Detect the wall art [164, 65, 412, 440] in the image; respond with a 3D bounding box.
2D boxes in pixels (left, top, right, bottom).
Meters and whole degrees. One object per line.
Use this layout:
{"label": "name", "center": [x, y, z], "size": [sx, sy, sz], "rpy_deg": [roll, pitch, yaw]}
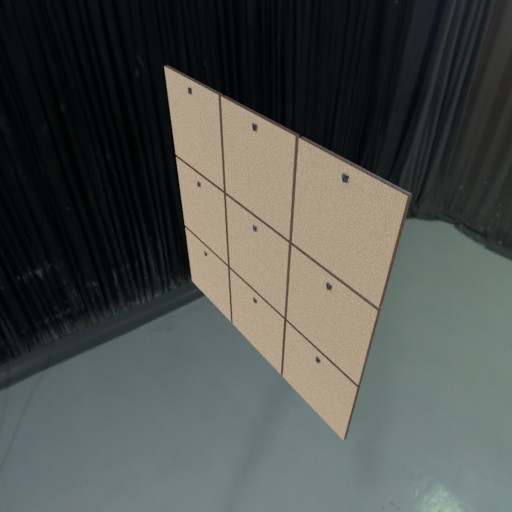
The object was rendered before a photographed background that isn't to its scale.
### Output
{"label": "wall art", "center": [0.000, 0.000, 1.366], "size": [0.018, 0.904, 0.906], "rpy_deg": [-27, 47, -28]}
